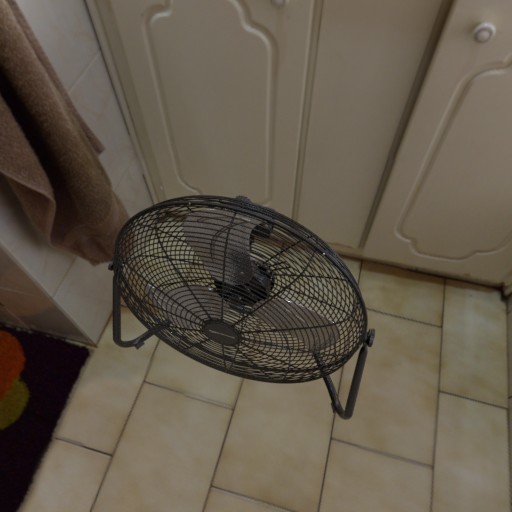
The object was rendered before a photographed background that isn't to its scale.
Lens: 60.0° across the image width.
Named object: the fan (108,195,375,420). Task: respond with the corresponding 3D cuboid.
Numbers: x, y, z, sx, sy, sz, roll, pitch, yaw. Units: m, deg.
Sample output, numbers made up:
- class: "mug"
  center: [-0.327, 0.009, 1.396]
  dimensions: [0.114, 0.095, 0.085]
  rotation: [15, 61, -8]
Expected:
- class: "fan"
  center: [0.000, 0.000, 0.920]
  dimensions: [0.555, 0.546, 0.424]
  rotation: [15, 59, 9]
